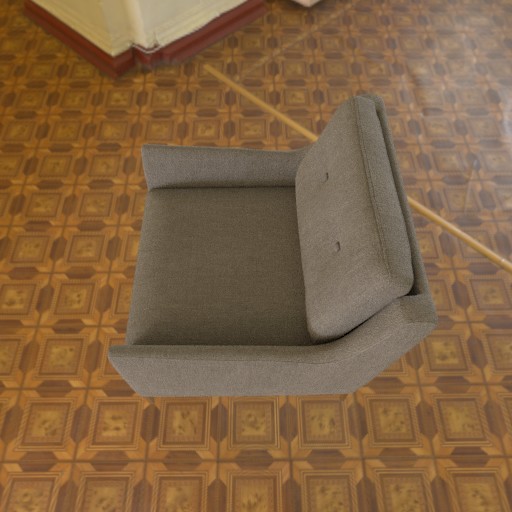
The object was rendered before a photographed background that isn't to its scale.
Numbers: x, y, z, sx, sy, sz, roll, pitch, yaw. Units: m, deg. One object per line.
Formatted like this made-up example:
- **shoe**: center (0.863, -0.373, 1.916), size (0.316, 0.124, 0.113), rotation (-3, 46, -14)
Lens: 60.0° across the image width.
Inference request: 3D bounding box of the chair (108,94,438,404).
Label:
- **chair**: center (0.000, 0.000, 1.529), size (0.849, 0.828, 0.847), rotation (-1, 58, 0)
